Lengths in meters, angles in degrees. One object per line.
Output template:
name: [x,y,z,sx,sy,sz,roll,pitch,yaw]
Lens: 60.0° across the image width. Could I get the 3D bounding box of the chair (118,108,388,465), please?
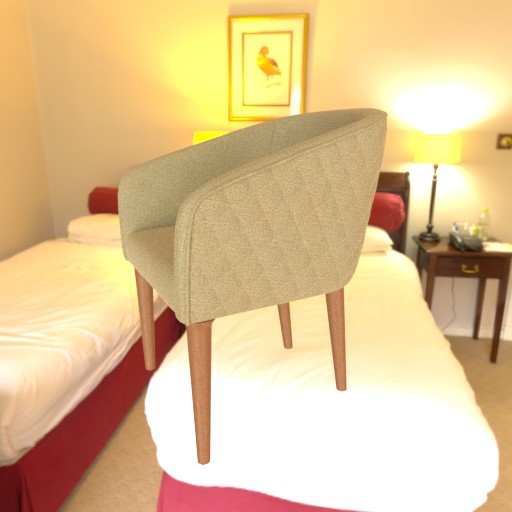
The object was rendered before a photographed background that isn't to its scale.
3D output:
chair: [0.000,0.000,1.210,0.616,0.775,0.584,-8,17,-27]
